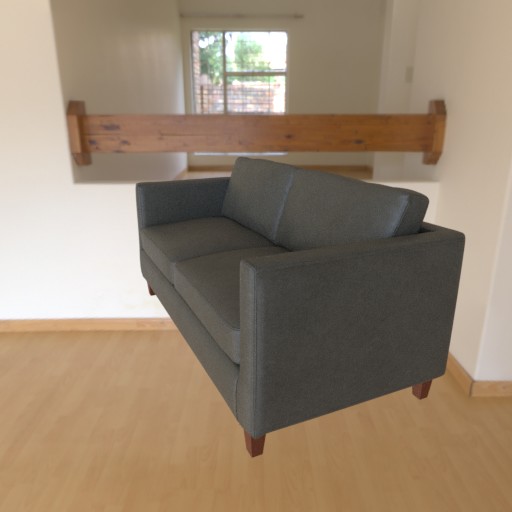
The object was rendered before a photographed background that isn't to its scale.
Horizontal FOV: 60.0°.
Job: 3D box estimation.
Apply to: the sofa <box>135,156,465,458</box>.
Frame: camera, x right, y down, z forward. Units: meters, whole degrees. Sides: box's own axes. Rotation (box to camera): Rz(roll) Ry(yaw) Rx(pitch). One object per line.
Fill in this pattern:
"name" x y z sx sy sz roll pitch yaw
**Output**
"sofa" 0.000 0.000 2.399 0.951 0.933 1.883 -8 20 -24
